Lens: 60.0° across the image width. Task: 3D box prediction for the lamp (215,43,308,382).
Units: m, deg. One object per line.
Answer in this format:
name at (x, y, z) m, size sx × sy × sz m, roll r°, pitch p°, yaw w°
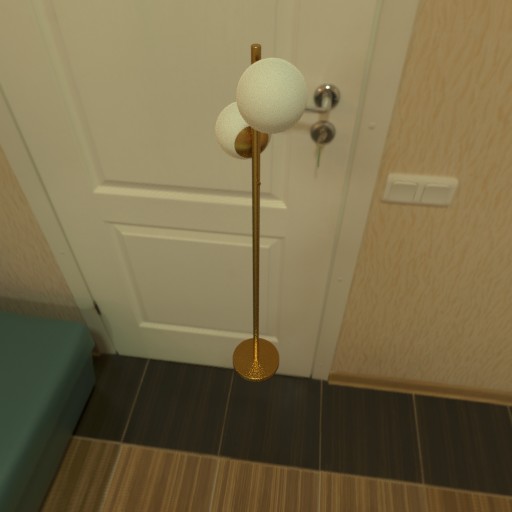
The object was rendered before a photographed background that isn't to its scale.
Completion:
lamp at (0.000, 0.000, 1.776) m, size 0.249 × 1.641 × 0.419 m, roll -16°, pitch 49°, yaw -15°
